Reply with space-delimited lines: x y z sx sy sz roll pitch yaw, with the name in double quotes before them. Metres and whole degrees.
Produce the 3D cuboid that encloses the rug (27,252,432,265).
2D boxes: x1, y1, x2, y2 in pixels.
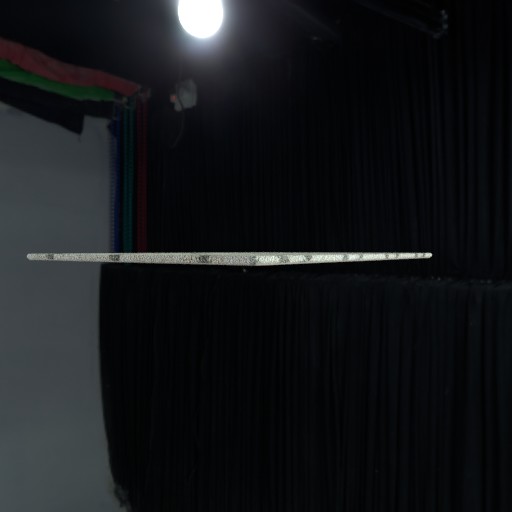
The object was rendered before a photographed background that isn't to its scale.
"rug" 0.000 0.000 2.123 1.200 0.025 1.600 1 1 37
